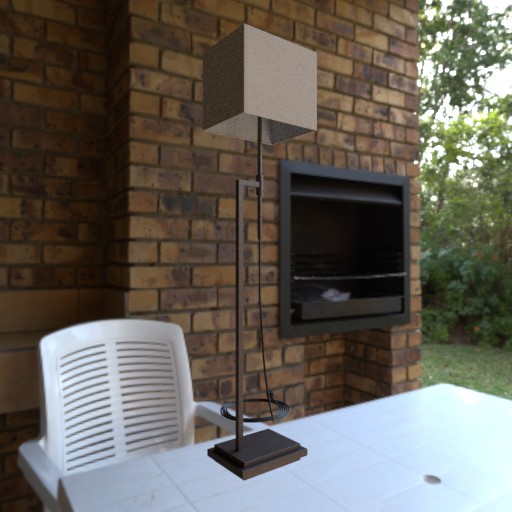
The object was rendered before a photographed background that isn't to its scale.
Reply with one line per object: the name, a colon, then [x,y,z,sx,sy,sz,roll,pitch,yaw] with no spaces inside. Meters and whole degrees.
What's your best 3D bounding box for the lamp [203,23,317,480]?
lamp: [0.000,0.000,2.044,0.698,1.600,0.774,1,-1,-37]
